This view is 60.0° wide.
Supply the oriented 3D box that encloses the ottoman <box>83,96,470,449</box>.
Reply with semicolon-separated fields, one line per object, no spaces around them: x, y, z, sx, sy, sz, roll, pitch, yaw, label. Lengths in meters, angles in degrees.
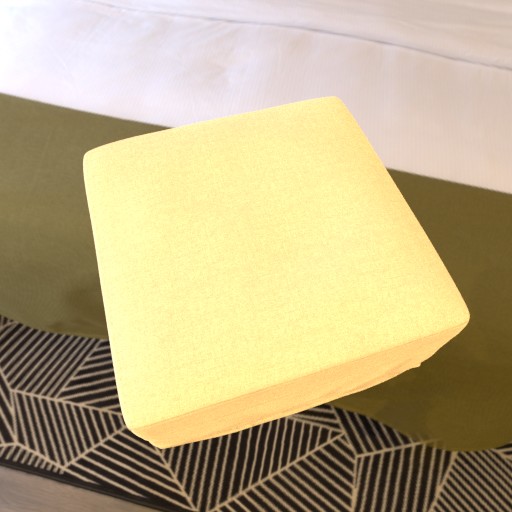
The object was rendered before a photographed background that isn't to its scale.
0.000;0.000;1.308;0.840;0.436;0.843;-15;61;-9;ottoman
